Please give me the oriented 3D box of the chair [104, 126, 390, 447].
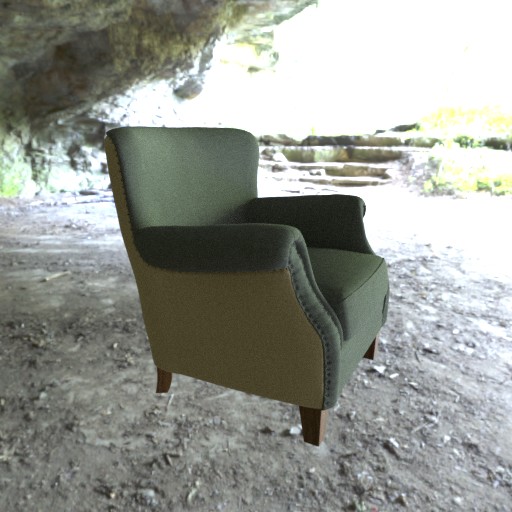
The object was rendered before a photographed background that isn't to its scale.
[{"bbox_3d":[0.000,0.000,1.664,0.921,0.936,0.861,8,18,27],"label":"chair"}]
